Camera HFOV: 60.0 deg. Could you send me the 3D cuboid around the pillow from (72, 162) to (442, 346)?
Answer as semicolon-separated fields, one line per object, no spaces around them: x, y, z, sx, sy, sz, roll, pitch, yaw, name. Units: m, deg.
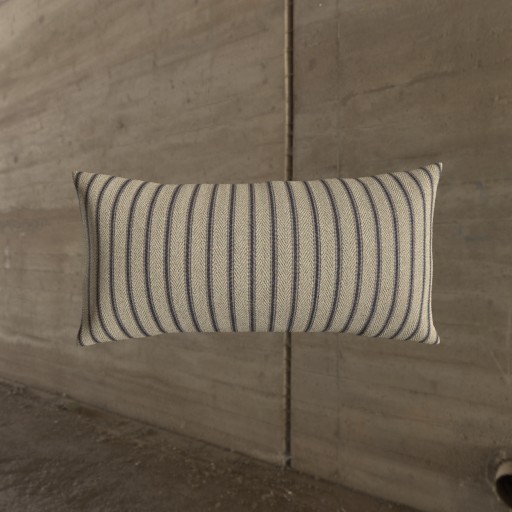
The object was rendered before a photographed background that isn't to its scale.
0.000;0.000;0.733;0.609;0.305;0.151;0;1;1;pillow
